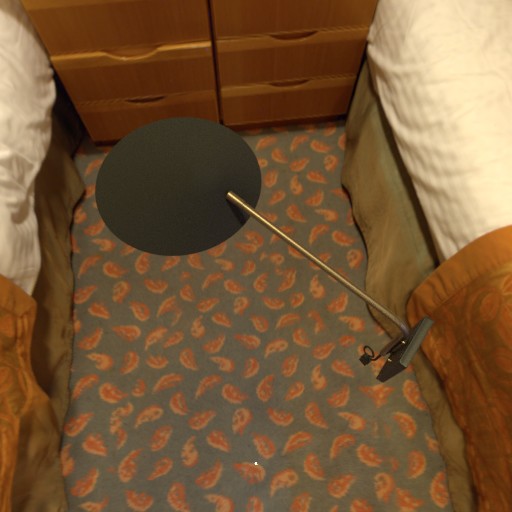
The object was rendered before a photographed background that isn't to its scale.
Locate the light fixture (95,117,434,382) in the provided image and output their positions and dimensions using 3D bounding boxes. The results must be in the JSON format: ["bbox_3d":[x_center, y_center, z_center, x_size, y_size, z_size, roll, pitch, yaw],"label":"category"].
[{"bbox_3d":[0.000,0.000,0.681,0.516,0.312,0.240,33,69,14],"label":"light fixture"}]
